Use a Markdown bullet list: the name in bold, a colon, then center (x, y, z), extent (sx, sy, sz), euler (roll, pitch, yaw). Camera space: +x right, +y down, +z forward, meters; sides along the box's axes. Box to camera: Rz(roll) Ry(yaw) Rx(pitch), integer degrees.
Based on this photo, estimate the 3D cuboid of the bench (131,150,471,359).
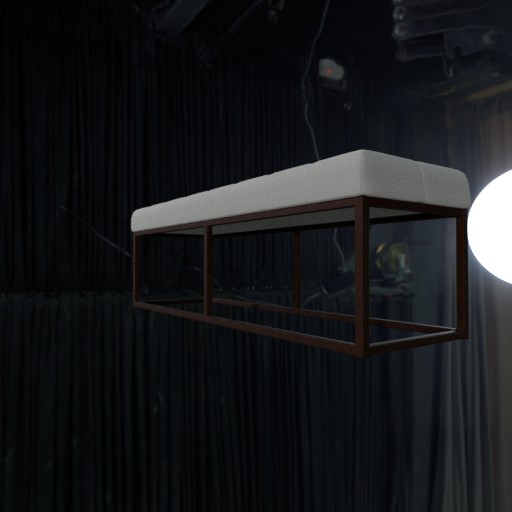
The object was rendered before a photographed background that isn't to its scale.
- **bench**: center (0.000, 0.000, 1.729), extent (0.479, 0.488, 1.488), euler (1, -1, -36)
